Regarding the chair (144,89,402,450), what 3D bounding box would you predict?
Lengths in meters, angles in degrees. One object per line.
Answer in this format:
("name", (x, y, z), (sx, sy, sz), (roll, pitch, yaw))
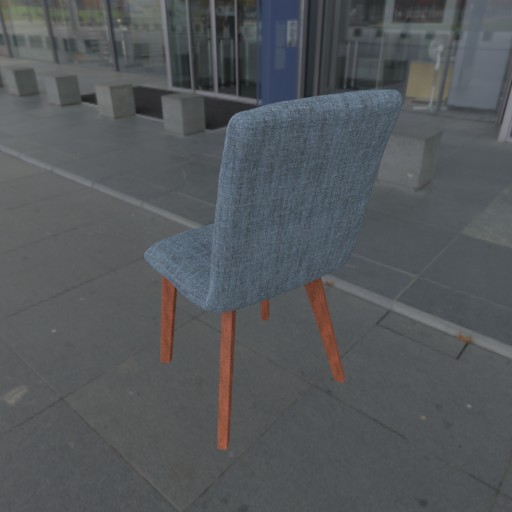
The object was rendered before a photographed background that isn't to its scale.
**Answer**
("chair", (0.000, 0.000, 1.322), (0.522, 0.974, 0.563), (-18, 34, -30))
